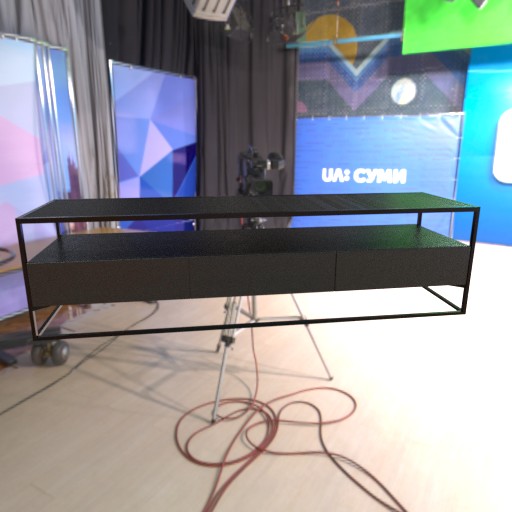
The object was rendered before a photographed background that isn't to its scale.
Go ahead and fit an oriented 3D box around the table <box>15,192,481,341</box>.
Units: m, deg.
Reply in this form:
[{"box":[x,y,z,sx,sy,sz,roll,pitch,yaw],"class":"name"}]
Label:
[{"box":[0.000,0.000,1.642,1.486,0.395,0.399,-2,16,-8],"class":"table"}]
